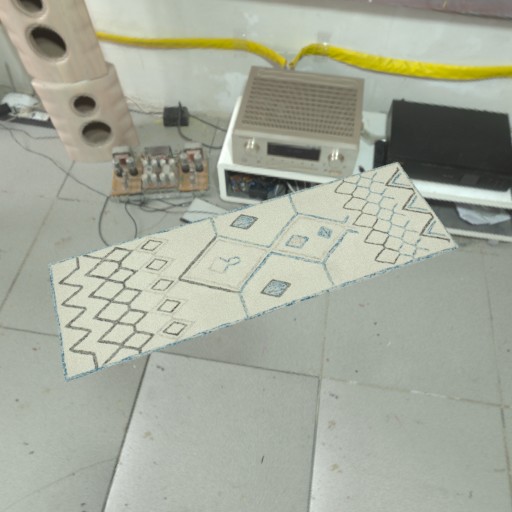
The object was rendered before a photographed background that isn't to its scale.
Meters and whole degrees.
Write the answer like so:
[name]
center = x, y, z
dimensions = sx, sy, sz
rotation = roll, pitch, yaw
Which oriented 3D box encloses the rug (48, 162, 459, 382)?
[rug]
center = 0.000, 0.000, 2.751
dimensions = 2.434, 0.013, 0.770
rotation = -17, 60, -10
